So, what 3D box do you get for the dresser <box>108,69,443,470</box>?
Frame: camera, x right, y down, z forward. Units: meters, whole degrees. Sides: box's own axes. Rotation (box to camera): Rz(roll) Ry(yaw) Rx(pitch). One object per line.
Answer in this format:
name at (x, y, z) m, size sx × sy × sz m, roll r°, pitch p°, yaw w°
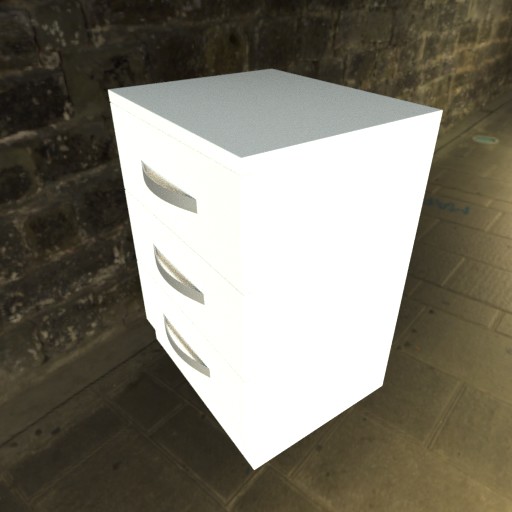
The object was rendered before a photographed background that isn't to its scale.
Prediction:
dresser at (0.000, 0.000, 0.821) m, size 0.360 × 0.560 × 0.400 m, roll -21°, pitch 38°, yaw -29°
